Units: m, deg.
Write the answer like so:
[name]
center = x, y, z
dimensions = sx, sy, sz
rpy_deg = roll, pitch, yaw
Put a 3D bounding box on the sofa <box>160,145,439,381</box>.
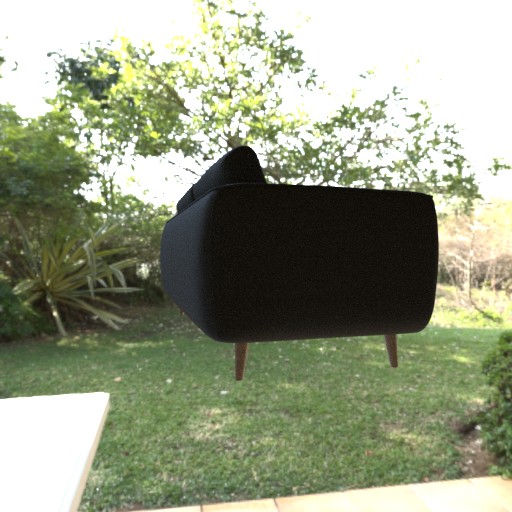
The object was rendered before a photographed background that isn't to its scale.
[sofa]
center = 0.000, 0.000, 2.444
dimensions = 0.920, 0.850, 2.000
rpy_deg = 0, 1, -16
